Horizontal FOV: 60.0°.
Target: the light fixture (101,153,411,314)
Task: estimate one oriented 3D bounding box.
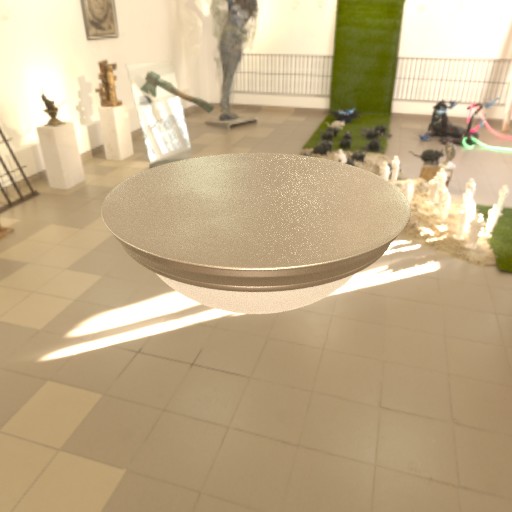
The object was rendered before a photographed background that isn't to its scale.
[{"bbox_3d":[0.000,0.000,0.451,0.280,0.135,0.280,0,29,0],"label":"light fixture"}]
